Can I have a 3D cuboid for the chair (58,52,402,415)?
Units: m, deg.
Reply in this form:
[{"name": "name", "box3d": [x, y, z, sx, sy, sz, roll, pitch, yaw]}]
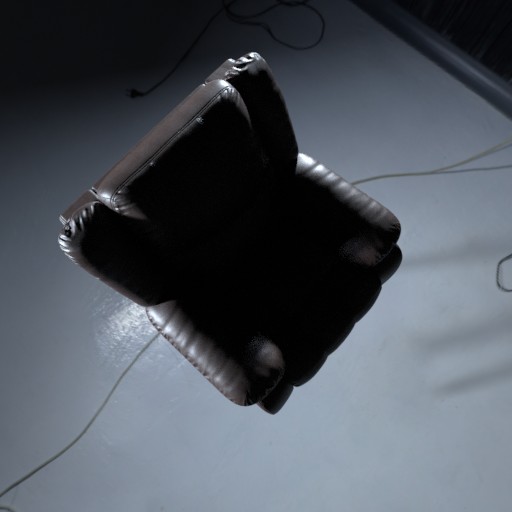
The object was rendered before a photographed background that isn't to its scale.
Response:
[{"name": "chair", "box3d": [0.000, 0.000, 1.694, 0.934, 1.009, 0.899, 41, 79, 10]}]
